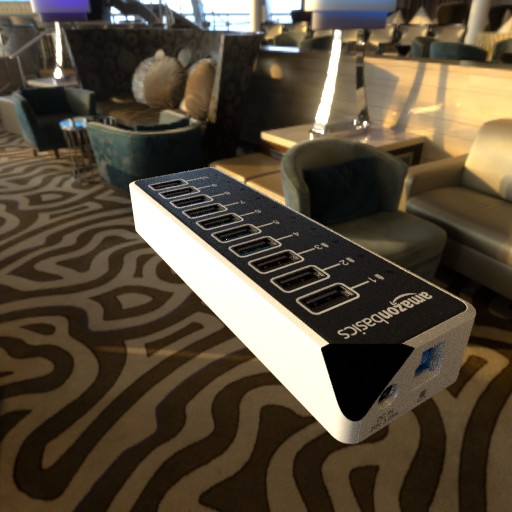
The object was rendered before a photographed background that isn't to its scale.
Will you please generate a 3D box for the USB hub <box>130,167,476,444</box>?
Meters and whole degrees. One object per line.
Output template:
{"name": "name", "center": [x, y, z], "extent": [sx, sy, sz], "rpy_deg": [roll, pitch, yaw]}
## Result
{"name": "USB hub", "center": [0.000, 0.000, 0.160], "extent": [0.044, 0.023, 0.145], "rpy_deg": [-17, 33, -29]}
